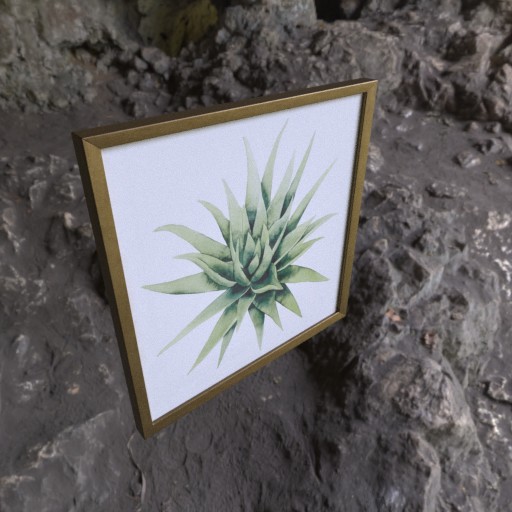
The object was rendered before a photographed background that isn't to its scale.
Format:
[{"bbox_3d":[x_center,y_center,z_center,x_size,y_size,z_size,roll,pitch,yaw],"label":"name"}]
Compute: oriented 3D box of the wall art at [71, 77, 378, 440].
[{"bbox_3d":[0.000,0.000,0.746,0.503,0.506,0.030,-24,39,-33],"label":"wall art"}]
